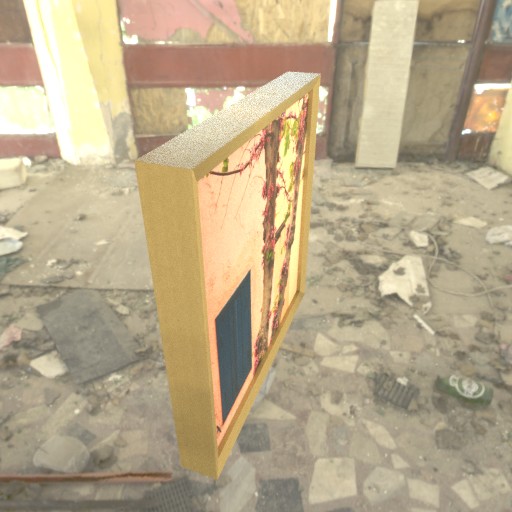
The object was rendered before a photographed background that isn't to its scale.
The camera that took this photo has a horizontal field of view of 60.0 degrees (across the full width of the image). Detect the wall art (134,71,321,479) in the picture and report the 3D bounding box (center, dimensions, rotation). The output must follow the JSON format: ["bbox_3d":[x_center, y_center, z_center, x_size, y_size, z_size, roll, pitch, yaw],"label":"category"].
[{"bbox_3d":[0.000,0.000,0.457,0.038,0.305,0.304,11,34,17],"label":"wall art"}]
